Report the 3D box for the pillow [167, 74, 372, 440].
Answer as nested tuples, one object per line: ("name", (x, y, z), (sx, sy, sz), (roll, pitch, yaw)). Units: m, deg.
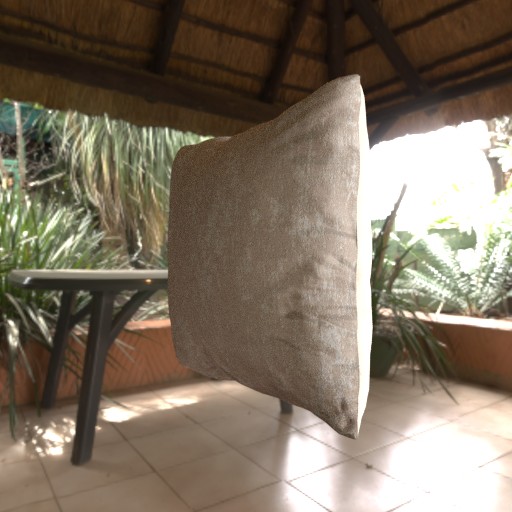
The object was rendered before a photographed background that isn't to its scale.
("pillow", (0.000, 0.000, 0.721), (0.245, 0.448, 0.450), (0, 0, -35))
